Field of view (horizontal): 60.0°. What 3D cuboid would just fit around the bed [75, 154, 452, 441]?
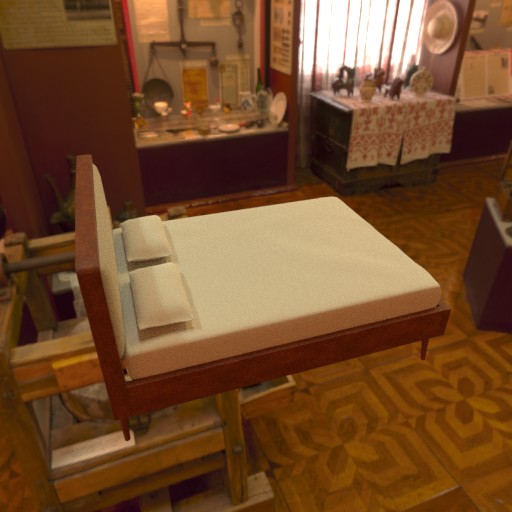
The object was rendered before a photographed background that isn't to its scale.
[{"bbox_3d":[0.000,0.000,3.188,2.196,1.275,1.587,-10,33,-16],"label":"bed"}]
